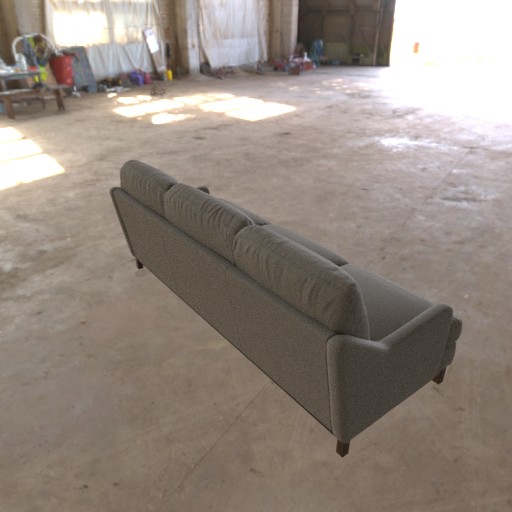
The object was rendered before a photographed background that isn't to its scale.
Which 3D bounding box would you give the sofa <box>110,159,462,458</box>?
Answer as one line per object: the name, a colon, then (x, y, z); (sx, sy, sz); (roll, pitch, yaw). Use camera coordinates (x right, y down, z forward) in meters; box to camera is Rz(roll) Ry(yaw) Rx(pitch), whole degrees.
sofa: (0.000, 0.000, 2.835); (0.987, 0.926, 2.344); (-19, 33, -33)
